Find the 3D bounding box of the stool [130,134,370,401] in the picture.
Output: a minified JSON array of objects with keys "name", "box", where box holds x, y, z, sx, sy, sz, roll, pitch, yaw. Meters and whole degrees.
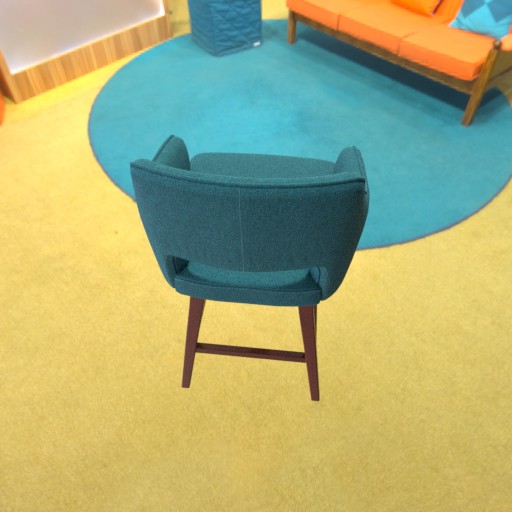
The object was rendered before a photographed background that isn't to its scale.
[{"name":"stool","box":[0.000,0.000,1.290,0.548,0.961,0.556,4,49,4]}]
